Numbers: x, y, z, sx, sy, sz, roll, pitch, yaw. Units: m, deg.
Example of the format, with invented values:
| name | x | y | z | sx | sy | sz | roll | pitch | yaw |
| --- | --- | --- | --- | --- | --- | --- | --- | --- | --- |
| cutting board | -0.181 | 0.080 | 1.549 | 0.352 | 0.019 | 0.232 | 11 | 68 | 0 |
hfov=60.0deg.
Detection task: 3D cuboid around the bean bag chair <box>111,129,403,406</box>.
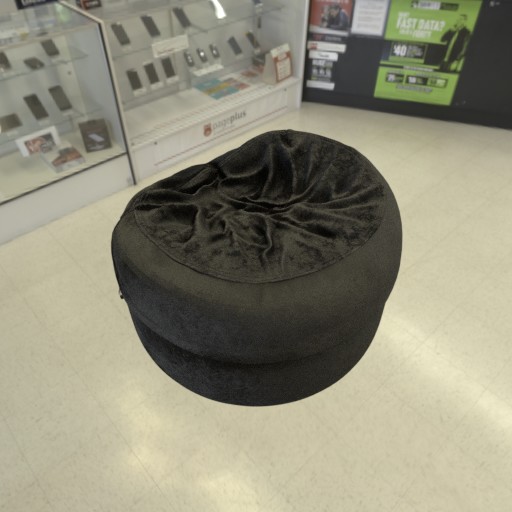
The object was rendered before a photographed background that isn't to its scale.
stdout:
| name | x | y | z | sx | sy | sz | roll | pitch | yaw |
| --- | --- | --- | --- | --- | --- | --- | --- | --- | --- |
| bean bag chair | 0.000 | 0.000 | 1.520 | 0.918 | 0.605 | 0.918 | 0 | 45 | 0 |
